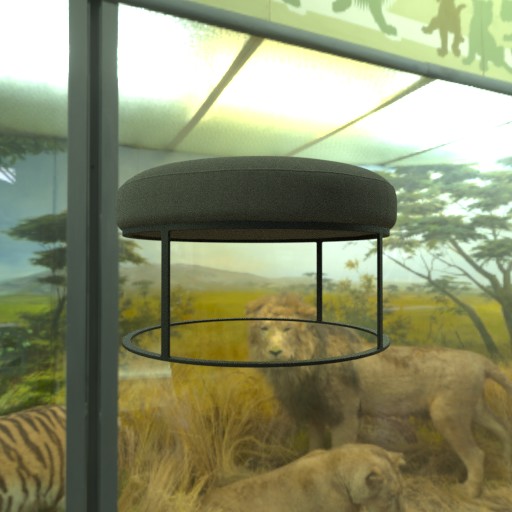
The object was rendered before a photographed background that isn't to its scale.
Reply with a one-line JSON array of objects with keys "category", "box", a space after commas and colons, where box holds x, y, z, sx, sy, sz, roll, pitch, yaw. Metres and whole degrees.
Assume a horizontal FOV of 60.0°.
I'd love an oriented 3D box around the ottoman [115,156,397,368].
[{"category": "ottoman", "box": [0.000, 0.000, 1.264, 0.772, 0.460, 0.772, 0, -1, 0]}]
